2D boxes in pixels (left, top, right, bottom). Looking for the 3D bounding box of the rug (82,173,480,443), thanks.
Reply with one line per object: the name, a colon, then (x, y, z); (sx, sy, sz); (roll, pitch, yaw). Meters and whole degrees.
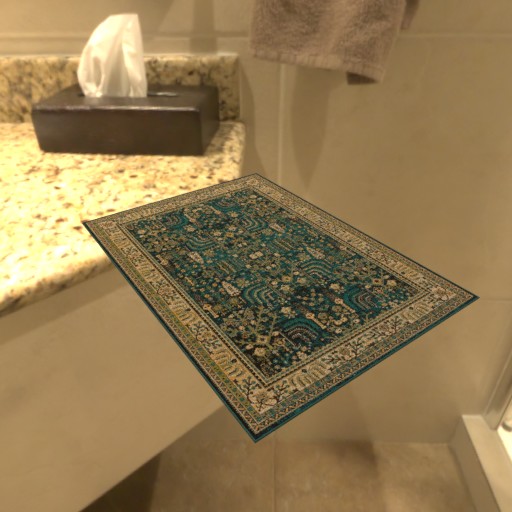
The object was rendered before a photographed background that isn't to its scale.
rug: (0.000, 0.000, 2.923); (1.594, 0.013, 2.213); (-22, 39, -29)
